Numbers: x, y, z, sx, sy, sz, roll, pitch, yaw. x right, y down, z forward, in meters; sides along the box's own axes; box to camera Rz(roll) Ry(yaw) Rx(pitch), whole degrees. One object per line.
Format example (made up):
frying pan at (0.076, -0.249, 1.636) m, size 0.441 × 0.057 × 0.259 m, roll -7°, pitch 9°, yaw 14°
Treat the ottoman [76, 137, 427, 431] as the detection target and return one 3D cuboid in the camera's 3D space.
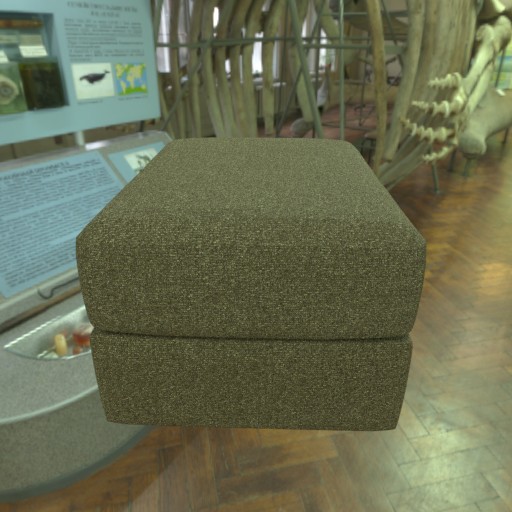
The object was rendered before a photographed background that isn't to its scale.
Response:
ottoman at (0.000, 0.000, 1.102) m, size 0.598 × 0.476 × 0.742 m, roll 1°, pitch 26°, yaw 2°
